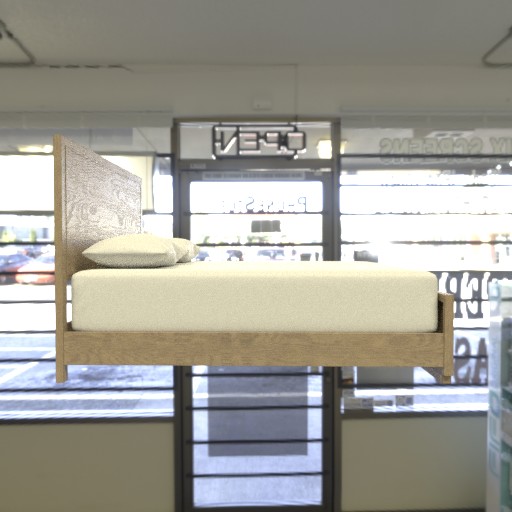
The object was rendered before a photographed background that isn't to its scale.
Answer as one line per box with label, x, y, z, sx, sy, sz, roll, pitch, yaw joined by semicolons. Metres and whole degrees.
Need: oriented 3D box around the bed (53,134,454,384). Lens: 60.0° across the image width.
bed;0.000;0.000;3.223;2.189;1.369;1.606;0;1;1
